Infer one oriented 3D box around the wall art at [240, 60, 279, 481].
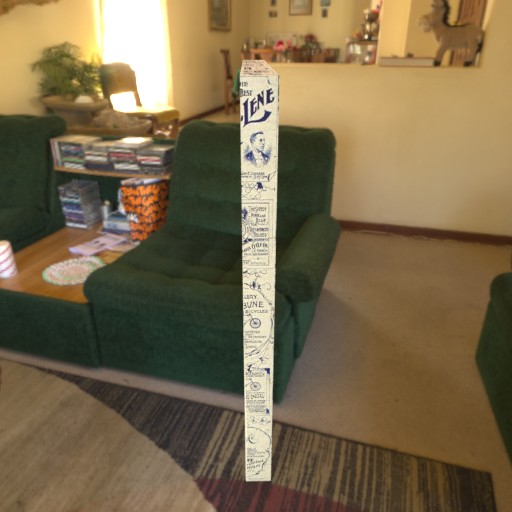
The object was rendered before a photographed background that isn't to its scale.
[{"bbox_3d":[0.000,0.000,0.759,0.040,0.601,0.408,0,26,-1],"label":"wall art"}]
